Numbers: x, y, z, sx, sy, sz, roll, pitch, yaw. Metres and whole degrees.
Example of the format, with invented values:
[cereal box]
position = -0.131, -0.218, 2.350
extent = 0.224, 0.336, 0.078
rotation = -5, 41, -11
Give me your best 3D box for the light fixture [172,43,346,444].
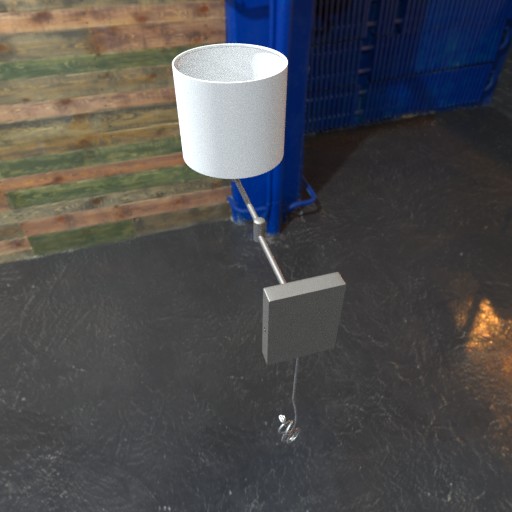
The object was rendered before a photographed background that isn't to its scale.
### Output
[light fixture]
position = 0.000, 0.000, 0.886
extent = 0.203, 0.651, 0.516
rotation = -11, 43, -12
